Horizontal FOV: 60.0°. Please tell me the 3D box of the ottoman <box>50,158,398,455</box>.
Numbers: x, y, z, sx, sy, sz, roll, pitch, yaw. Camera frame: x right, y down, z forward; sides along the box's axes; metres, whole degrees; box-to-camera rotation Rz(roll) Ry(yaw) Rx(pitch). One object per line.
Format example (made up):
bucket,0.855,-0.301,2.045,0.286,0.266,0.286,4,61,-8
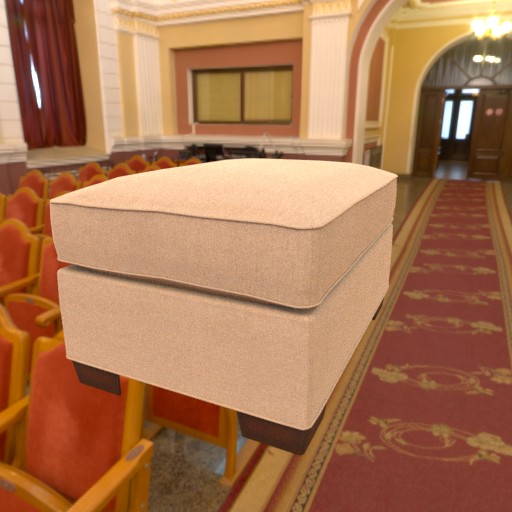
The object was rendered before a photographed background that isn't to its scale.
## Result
ottoman,0.000,0.000,1.233,0.617,0.503,0.846,8,18,25
